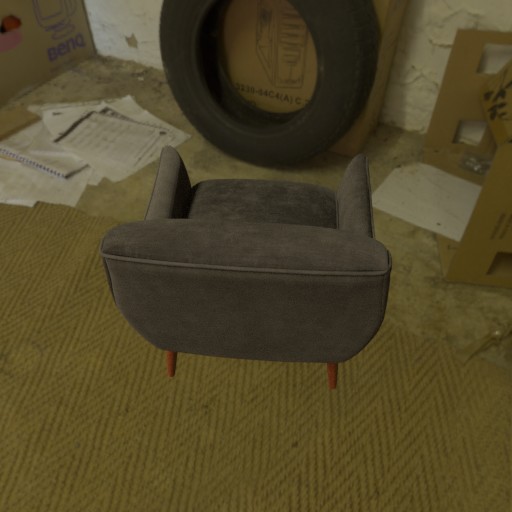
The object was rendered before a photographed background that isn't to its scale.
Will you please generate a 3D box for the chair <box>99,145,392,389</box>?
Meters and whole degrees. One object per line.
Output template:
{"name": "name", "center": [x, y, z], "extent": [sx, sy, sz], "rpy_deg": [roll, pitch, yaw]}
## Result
{"name": "chair", "center": [0.000, 0.000, 1.466], "extent": [0.762, 0.838, 0.787], "rpy_deg": [3, 47, 3]}
